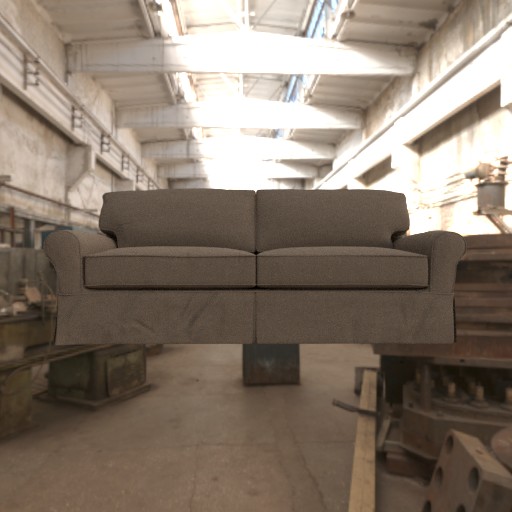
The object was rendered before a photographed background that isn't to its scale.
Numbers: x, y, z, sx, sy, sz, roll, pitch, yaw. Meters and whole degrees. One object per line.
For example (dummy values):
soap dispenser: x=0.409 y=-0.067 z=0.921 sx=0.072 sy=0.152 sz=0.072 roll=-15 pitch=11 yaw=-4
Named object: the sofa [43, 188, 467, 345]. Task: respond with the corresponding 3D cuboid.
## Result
sofa: x=0.000 y=0.000 z=2.790 sx=2.248 sy=0.943 sz=0.991 roll=0 pitch=-1 yaw=-1
